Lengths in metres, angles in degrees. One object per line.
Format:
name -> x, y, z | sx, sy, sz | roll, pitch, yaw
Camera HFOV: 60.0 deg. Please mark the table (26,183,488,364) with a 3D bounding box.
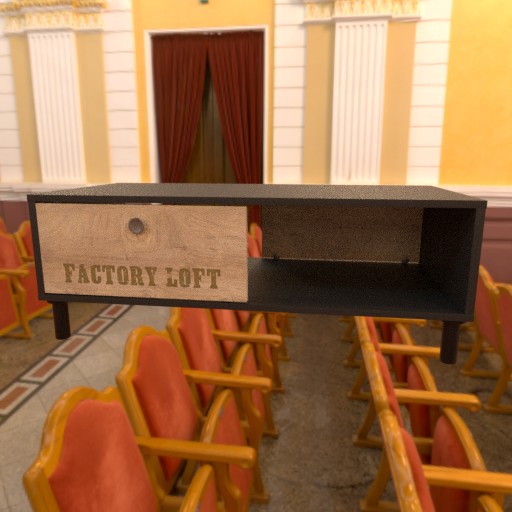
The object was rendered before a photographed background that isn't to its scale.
table -> 0.000, 0.000, 1.343 | 1.100, 0.400, 0.550 | 2, 13, 8
